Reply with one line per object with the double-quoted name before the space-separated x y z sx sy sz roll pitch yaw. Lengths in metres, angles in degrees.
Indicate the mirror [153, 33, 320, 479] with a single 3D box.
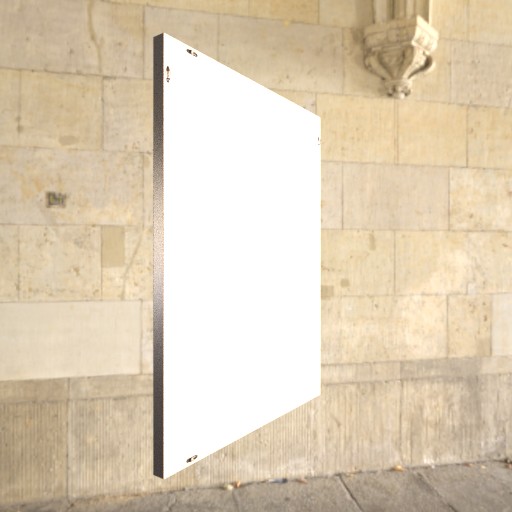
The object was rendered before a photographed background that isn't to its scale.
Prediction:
"mirror" 0.000 0.000 1.326 0.040 1.016 0.762 0 0 36
